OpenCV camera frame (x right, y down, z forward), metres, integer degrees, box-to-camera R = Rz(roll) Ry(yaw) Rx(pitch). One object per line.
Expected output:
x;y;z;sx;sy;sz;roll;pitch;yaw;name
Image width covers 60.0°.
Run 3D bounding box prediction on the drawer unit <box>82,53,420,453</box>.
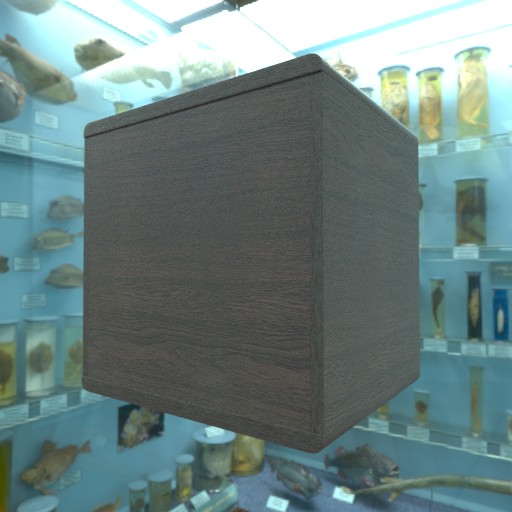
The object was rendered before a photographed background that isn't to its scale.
0.000;0.000;0.590;0.344;0.344;0.290;-1;-1;36;drawer unit
